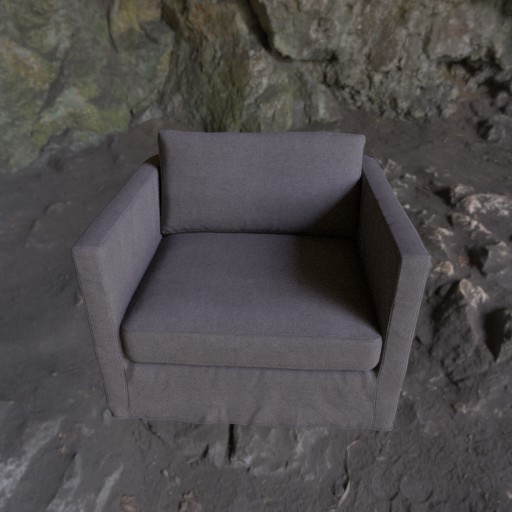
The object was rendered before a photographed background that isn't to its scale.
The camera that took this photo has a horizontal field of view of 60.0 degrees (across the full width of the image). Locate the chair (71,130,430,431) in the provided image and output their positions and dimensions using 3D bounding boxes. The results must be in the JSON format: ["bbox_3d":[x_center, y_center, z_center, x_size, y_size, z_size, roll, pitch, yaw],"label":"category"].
[{"bbox_3d":[0.000,0.000,1.767,1.057,0.863,0.949,2,30,3],"label":"chair"}]
